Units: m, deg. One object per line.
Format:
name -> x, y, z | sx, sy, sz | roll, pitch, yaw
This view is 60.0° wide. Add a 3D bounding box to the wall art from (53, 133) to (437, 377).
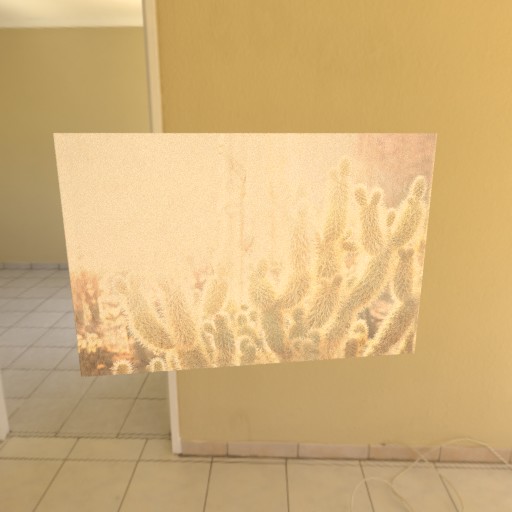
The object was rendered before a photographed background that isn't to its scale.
wall art -> 0.000, 0.000, 1.896 | 1.525, 1.012, 0.038 | -2, 15, -8
